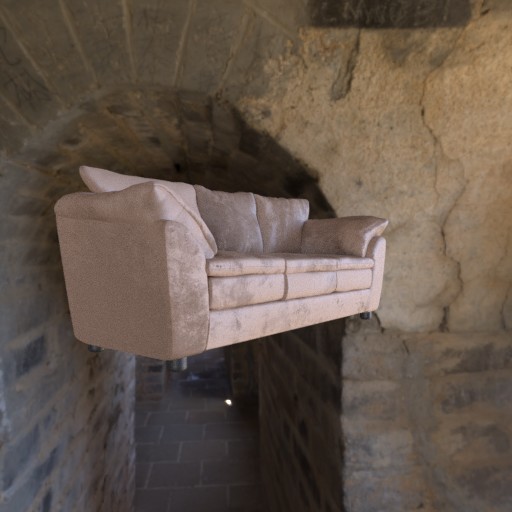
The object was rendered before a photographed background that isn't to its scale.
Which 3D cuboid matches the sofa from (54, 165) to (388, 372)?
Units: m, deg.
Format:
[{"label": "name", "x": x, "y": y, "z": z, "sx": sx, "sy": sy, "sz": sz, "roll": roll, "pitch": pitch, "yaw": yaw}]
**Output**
[{"label": "sofa", "x": 0.000, "y": 0.000, "z": 2.885, "sx": 0.893, "sy": 0.981, "sz": 2.377, "roll": 0, "pitch": 0, "yaw": 38}]
